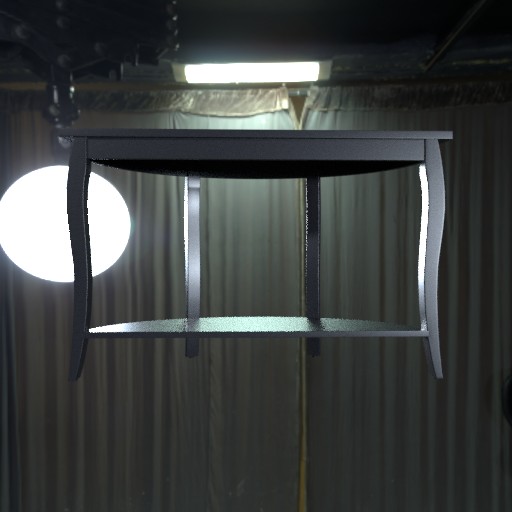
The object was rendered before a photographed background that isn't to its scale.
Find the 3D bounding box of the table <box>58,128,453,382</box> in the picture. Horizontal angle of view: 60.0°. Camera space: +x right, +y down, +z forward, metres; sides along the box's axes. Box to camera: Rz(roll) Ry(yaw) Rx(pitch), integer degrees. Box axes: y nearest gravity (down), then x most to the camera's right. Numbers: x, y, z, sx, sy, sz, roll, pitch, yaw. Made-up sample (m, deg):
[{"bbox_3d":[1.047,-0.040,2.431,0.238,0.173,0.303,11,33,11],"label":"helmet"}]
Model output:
[{"bbox_3d":[0.000,0.000,1.564,1.219,0.780,0.394,0,0,-1],"label":"table"}]
